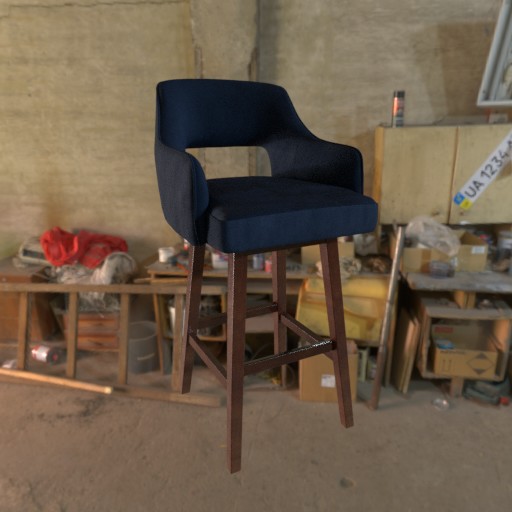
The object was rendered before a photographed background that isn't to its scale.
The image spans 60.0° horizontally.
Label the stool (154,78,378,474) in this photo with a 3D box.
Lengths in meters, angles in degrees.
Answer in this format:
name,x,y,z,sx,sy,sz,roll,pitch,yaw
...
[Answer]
name,x,y,z,sx,sy,sz,roll,pitch,yaw
stool,0.000,0.000,1.354,0.550,1.041,0.560,-9,20,-26
